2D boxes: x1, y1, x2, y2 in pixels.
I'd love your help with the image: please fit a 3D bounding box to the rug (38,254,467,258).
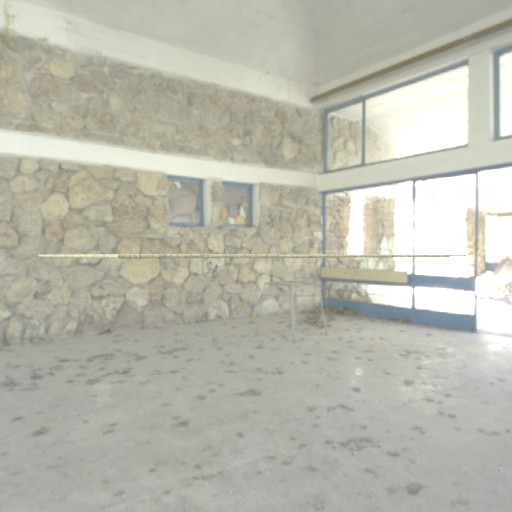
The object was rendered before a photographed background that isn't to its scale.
[{"bbox_3d":[0.000,0.000,2.290,1.846,0.014,1.243,0,0,-36],"label":"rug"}]
